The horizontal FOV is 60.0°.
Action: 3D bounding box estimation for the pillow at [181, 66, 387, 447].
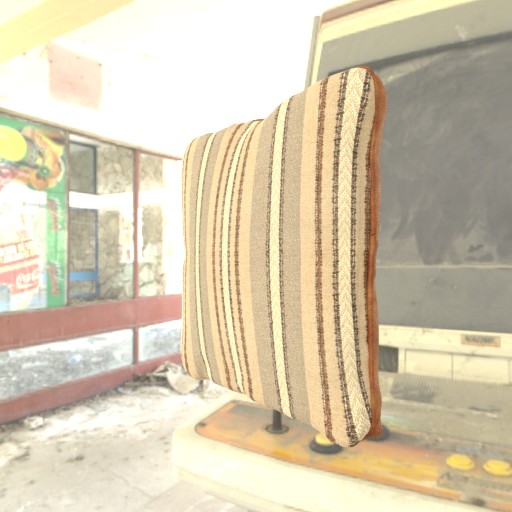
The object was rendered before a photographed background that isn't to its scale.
[{"bbox_3d":[0.000,0.000,0.736,0.130,0.490,0.489,0,0,-36],"label":"pillow"}]
